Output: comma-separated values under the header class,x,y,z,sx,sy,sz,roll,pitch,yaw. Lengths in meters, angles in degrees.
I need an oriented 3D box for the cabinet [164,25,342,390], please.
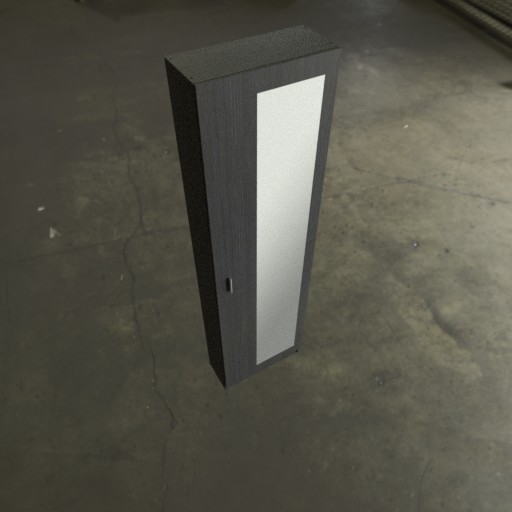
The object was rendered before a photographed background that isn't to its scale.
class,x,y,z,sx,sy,sz,roll,pitch,yaw
cabinet,0.000,0.000,1.989,0.500,1.790,0.230,-23,51,-20
